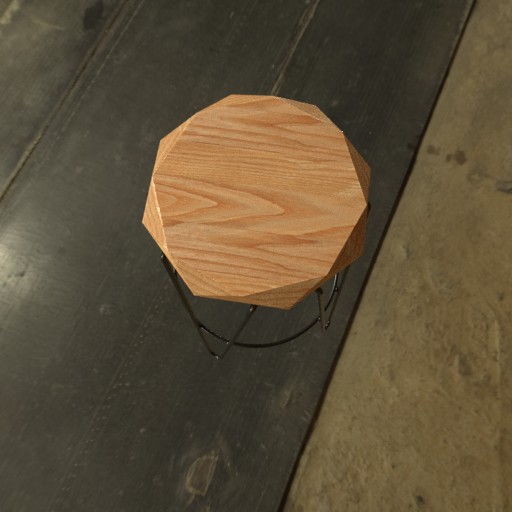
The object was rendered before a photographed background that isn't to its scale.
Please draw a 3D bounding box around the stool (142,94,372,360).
[{"bbox_3d":[0.000,0.000,0.811,0.326,0.610,0.326,-14,76,-3],"label":"stool"}]
